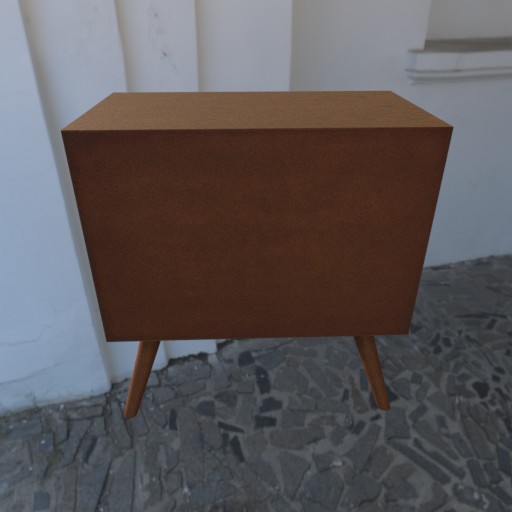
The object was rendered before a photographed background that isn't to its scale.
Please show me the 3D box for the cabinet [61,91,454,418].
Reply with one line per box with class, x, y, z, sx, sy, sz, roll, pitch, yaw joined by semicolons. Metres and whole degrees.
cabinet;0.000;0.000;1.150;0.712;0.748;0.388;-1;30;-2
